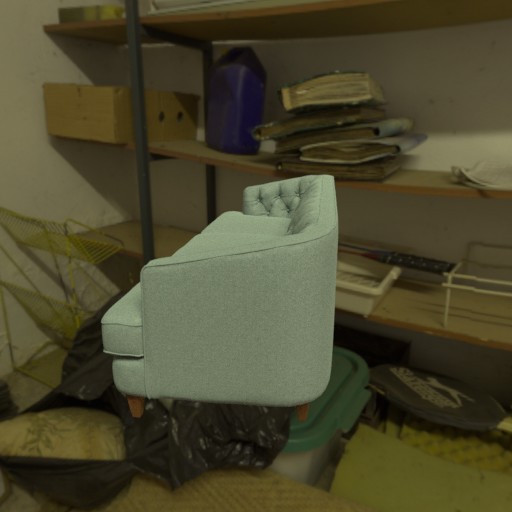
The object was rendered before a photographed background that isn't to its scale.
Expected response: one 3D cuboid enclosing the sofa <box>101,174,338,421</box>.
[{"bbox_3d":[0.000,0.000,2.745,0.941,0.855,2.278,3,17,9],"label":"sofa"}]
